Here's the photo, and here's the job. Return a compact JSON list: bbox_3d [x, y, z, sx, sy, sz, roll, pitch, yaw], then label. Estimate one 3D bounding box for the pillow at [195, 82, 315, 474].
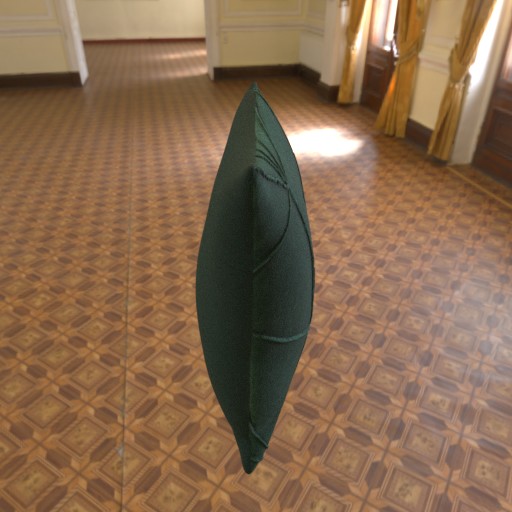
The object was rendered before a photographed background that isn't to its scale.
[{"bbox_3d":[0.000,0.000,0.679,0.184,0.440,0.439,0,32,0],"label":"pillow"}]
